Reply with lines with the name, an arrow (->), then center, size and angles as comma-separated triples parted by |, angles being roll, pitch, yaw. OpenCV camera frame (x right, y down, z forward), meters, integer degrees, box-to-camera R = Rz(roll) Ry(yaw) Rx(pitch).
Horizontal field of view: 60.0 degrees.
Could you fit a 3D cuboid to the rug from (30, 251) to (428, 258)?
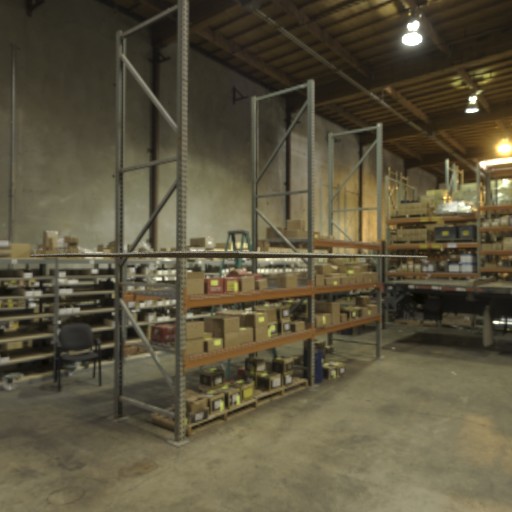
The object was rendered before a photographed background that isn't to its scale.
rug -> 0.000, 0.000, 4.043 | 2.158, 0.024, 3.063 | 0, -1, 38
